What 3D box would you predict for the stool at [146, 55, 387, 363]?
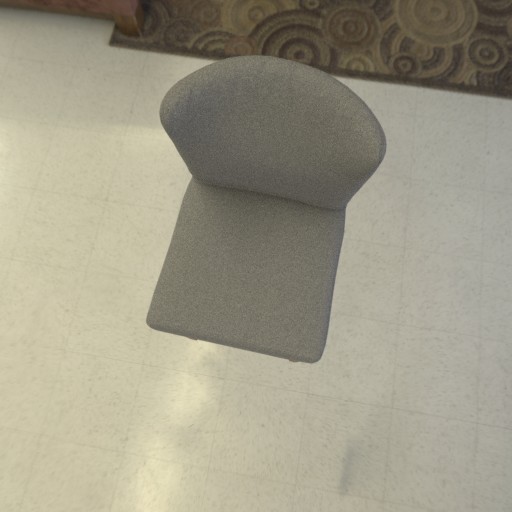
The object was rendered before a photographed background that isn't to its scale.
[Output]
[{"bbox_3d":[0.000,0.000,1.341,0.481,1.069,0.568,12,75,3],"label":"stool"}]
